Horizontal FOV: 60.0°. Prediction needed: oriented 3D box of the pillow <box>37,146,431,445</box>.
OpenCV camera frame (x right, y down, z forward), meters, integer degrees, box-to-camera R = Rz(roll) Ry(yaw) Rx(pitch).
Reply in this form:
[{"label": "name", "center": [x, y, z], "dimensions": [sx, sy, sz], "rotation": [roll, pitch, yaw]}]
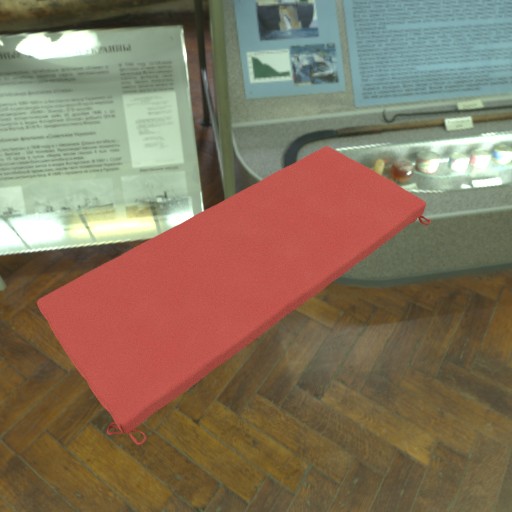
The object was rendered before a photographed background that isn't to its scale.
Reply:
[{"label": "pillow", "center": [0.000, 0.000, 1.333], "dimensions": [1.187, 0.081, 0.492], "rotation": [-32, 54, -27]}]
